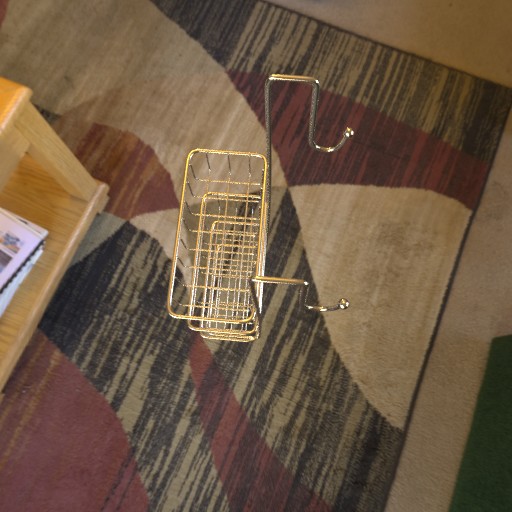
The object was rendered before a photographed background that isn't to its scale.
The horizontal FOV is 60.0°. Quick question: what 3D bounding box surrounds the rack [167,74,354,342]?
[{"bbox_3d":[0.000,0.000,0.662,0.202,0.574,0.228,5,75,1],"label":"rack"}]
